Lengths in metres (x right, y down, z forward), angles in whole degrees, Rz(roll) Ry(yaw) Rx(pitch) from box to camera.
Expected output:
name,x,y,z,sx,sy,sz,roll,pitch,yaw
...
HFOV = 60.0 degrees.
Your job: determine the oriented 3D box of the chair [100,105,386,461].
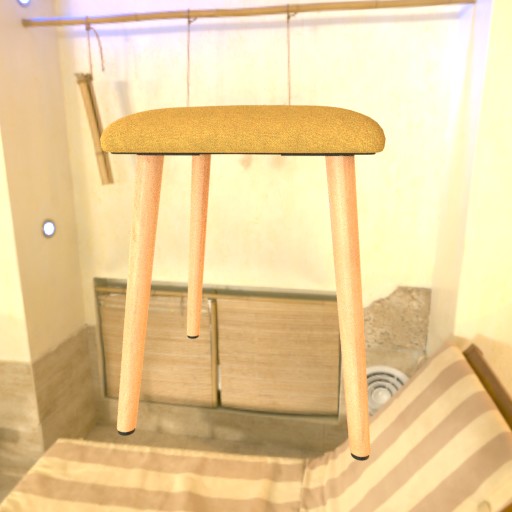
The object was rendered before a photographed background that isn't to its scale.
name,x,y,z,sx,sy,sz,roll,pitch,yaw
chair,0.000,0.000,0.696,0.350,0.440,0.350,2,14,9
